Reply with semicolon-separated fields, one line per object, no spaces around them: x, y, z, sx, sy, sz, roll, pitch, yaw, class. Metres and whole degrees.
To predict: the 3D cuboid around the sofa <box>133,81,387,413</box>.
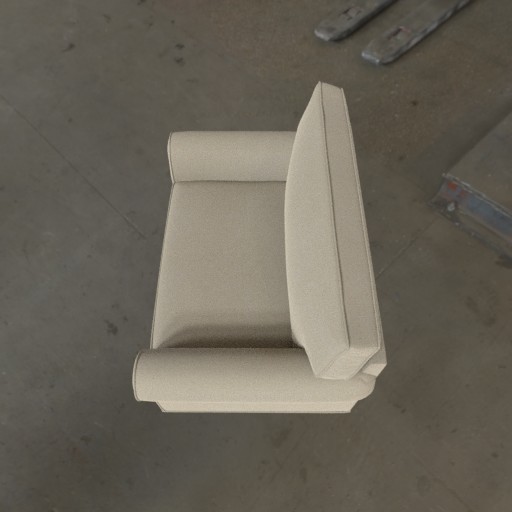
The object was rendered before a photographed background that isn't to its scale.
0.000;0.000;2.115;0.937;1.006;1.405;0;58;0;sofa
